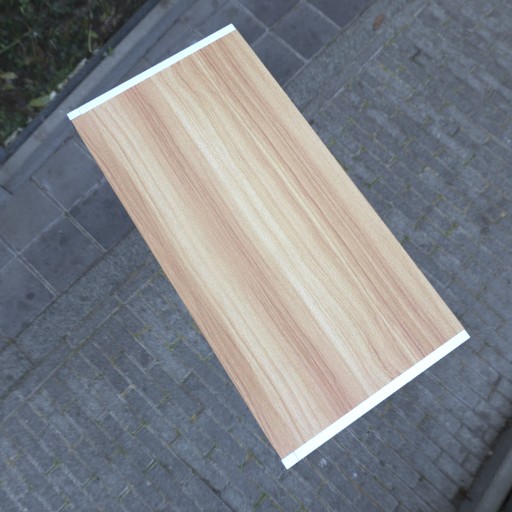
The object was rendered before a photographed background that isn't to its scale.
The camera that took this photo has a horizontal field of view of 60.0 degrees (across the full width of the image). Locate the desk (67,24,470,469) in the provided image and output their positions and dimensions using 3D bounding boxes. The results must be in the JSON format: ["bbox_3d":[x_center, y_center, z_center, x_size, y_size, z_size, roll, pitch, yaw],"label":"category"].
[{"bbox_3d":[0.000,0.000,1.447,0.508,0.762,1.016,-33,78,-8],"label":"desk"}]
